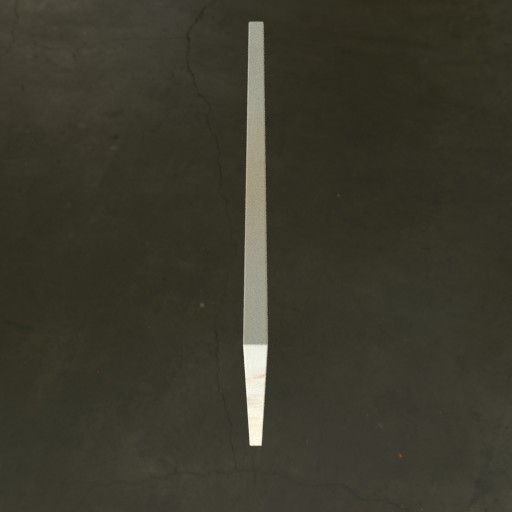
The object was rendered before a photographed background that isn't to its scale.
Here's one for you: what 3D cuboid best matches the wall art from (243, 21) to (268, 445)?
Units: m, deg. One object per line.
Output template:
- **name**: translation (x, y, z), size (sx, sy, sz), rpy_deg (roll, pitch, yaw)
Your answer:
- **wall art**: translation (0.000, 0.000, 1.296), size (0.038, 0.889, 0.889), rpy_deg (0, 58, 0)
